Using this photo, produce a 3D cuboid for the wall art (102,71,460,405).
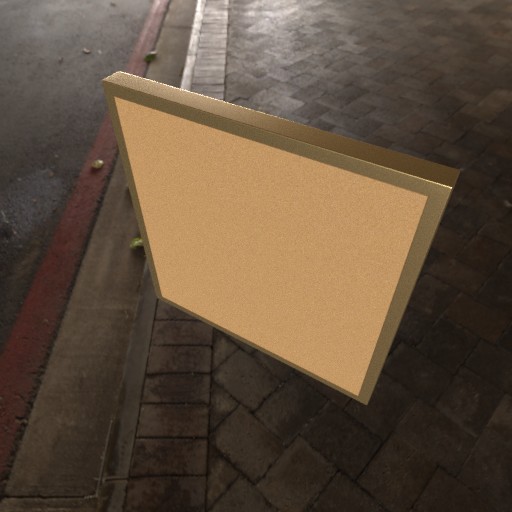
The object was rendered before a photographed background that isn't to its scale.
[{"bbox_3d":[0.000,0.000,0.454,0.305,0.305,0.023,23,50,21],"label":"wall art"}]
